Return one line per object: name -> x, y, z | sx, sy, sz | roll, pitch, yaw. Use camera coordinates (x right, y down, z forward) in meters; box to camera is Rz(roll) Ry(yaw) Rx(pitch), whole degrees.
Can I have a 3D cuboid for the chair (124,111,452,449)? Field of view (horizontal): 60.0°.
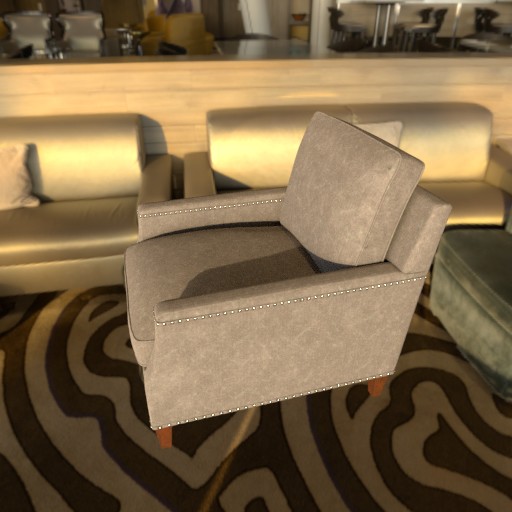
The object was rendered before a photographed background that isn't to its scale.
chair -> 0.000, 0.000, 1.736 | 1.014, 0.948, 0.853 | -8, 31, -14
